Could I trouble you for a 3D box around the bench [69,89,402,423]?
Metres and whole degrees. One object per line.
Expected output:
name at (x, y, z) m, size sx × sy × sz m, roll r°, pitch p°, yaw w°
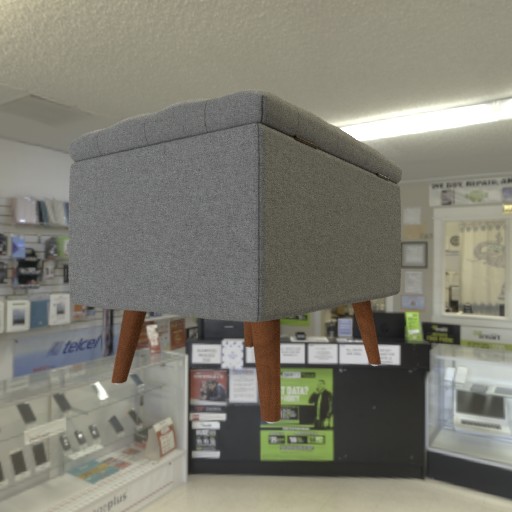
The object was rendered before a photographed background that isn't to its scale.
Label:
bench at (0.000, 0.000, 0.886) m, size 0.417 × 0.469 × 0.572 m, roll 0°, pitch -1°, yaw 35°
